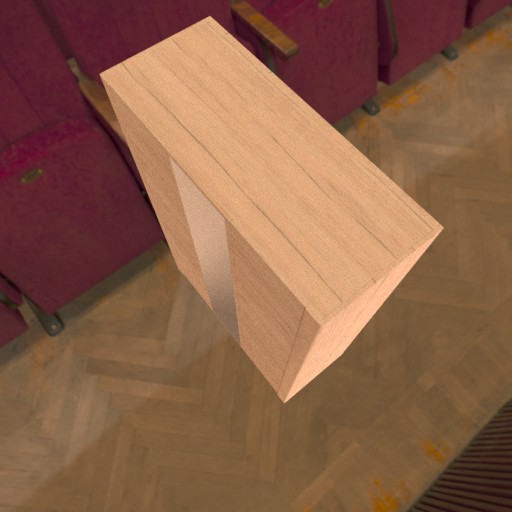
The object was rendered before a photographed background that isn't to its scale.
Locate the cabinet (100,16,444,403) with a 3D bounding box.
[{"bbox_3d":[0.000,0.000,2.655,0.580,2.070,1.400,-36,70,-15],"label":"cabinet"}]
